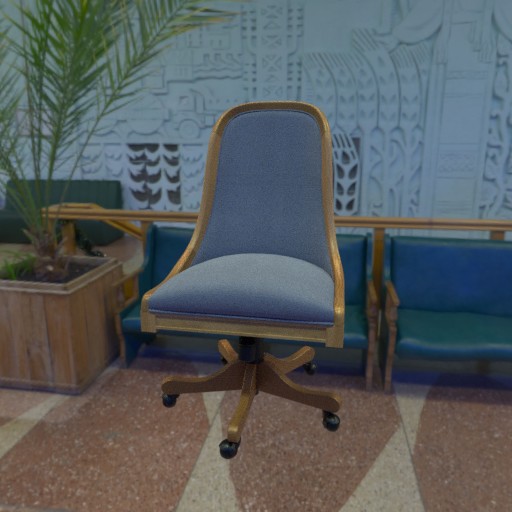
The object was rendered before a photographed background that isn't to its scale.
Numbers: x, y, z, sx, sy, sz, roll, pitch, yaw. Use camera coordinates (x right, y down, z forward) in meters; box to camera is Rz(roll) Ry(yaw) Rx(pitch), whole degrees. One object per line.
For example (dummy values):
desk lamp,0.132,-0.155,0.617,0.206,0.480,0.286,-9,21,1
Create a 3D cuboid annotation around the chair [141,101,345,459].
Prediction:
chair,0.000,0.000,1.470,0.605,1.031,0.735,3,15,10
